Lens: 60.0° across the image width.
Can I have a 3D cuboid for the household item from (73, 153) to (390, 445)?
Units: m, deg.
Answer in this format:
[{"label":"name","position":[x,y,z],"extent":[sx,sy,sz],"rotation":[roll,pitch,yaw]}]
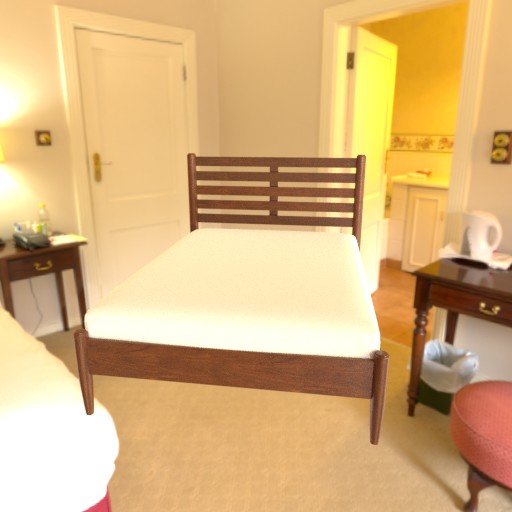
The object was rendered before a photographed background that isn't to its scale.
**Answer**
[{"label":"household item","position":[0.000,0.000,3.258],"extent":[1.663,1.356,2.232],"rotation":[2,16,9]}]
